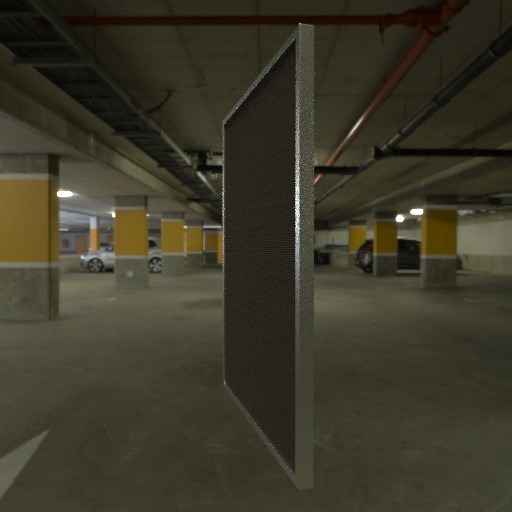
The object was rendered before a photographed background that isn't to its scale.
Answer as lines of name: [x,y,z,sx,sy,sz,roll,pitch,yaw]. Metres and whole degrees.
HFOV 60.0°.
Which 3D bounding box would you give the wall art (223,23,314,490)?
wall art: [0.000,0.000,1.395,0.037,1.062,0.801,0,1,-17]
